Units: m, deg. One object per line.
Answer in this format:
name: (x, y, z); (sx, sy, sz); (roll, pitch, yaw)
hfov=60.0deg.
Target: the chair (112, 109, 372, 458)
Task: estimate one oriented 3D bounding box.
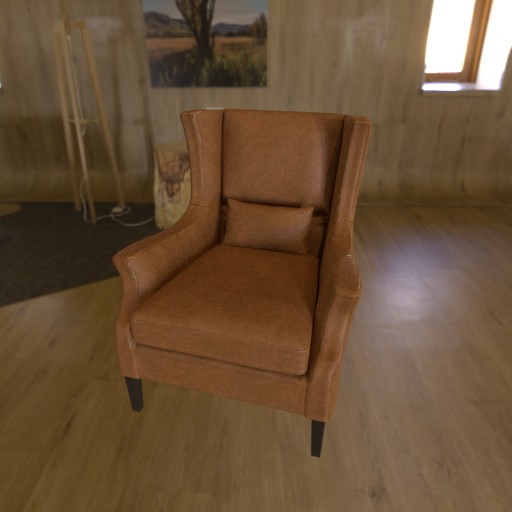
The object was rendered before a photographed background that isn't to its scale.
chair: (0.000, 0.000, 1.740); (0.852, 1.016, 0.925); (8, 27, 16)
